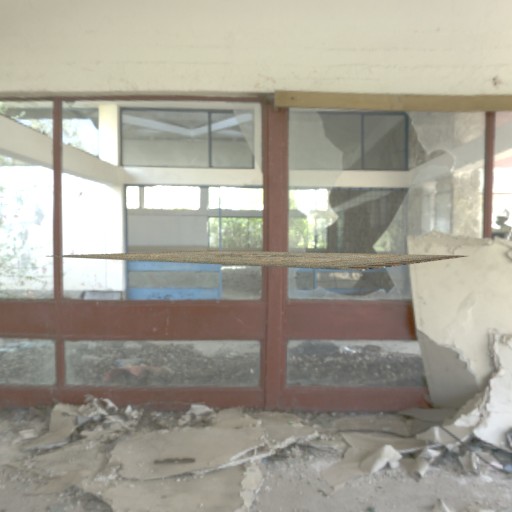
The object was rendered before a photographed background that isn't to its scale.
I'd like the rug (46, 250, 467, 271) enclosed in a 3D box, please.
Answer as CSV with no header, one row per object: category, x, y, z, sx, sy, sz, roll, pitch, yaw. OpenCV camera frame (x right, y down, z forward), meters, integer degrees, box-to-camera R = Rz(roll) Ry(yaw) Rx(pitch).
rug,0.000,0.000,3.443,2.651,0.010,1.971,2,3,37
